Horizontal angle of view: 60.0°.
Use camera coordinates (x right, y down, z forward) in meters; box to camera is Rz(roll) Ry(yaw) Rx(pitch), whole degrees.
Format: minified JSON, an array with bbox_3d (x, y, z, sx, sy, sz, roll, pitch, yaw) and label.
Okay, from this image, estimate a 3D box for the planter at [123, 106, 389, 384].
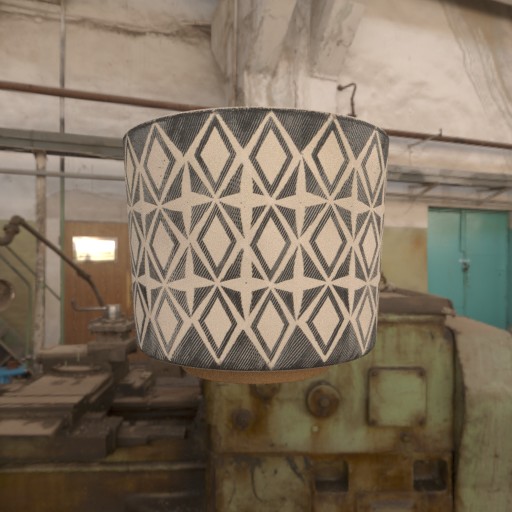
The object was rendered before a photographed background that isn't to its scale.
[{"bbox_3d":[0.000,0.000,0.452,0.260,0.220,0.260,0,0,0],"label":"planter"}]
